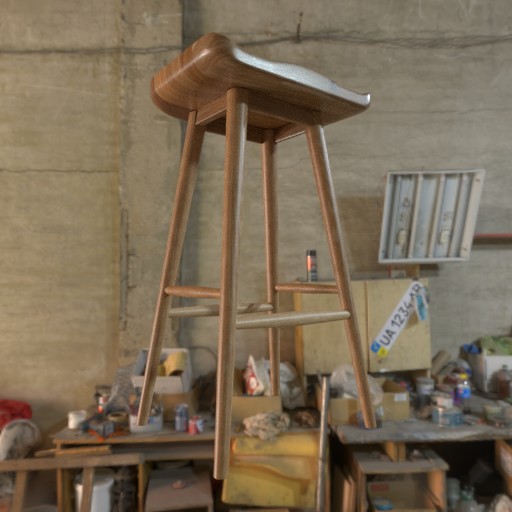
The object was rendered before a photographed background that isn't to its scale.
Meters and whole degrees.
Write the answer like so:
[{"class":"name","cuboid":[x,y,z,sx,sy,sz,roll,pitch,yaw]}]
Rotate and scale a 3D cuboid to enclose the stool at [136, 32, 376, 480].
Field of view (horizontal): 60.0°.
[{"class":"stool","cuboid":[0.000,0.000,0.925,0.407,0.698,0.322,2,-3,-38]}]
